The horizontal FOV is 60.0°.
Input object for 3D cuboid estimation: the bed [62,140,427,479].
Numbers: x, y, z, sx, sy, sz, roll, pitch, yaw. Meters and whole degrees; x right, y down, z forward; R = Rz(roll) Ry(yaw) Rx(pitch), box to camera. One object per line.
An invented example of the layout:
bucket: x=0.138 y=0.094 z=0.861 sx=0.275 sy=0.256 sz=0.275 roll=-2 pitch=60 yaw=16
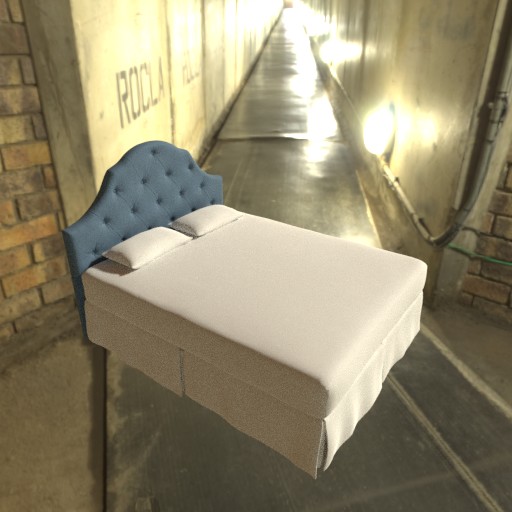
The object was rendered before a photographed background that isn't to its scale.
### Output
bed: x=0.000 y=0.000 z=3.762 sx=2.477 sy=1.617 sz=2.039 roll=18 pitch=32 yaw=31
